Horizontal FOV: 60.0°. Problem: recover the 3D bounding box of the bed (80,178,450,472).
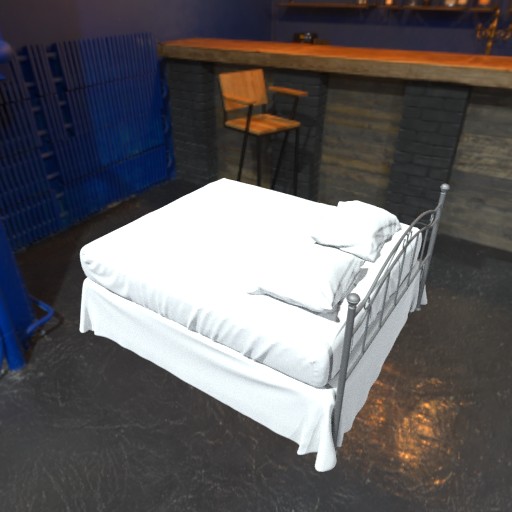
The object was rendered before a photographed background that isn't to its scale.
[{"bbox_3d":[0.000,0.000,3.296,2.215,1.080,1.936,19,36,29],"label":"bed"}]
